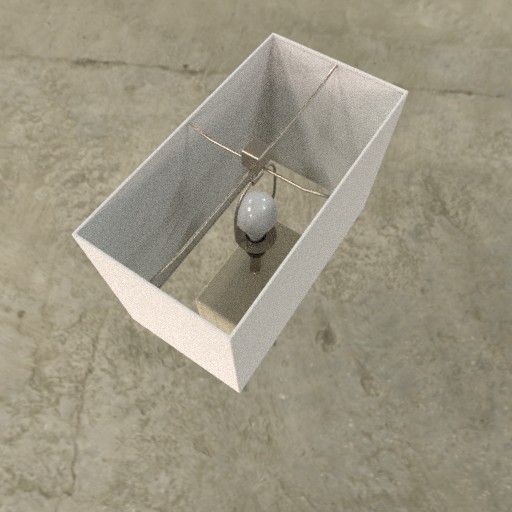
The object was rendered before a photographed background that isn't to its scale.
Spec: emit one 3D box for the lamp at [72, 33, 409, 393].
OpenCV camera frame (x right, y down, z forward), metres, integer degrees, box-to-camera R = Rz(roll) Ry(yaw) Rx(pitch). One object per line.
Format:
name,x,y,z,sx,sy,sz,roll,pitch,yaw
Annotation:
lamp,0.000,0.000,0.715,0.200,0.515,0.380,31,67,15
